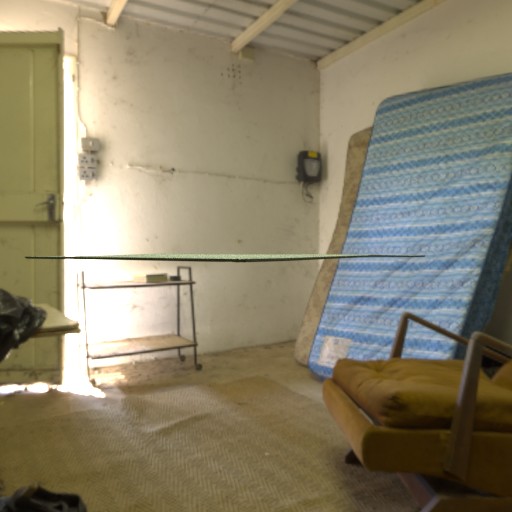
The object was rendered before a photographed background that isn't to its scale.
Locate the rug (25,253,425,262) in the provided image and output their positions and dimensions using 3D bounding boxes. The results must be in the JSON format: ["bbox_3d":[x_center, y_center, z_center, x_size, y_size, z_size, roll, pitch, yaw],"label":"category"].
[{"bbox_3d":[0.000,0.000,5.267,2.802,0.052,4.078,0,1,36],"label":"rug"}]
